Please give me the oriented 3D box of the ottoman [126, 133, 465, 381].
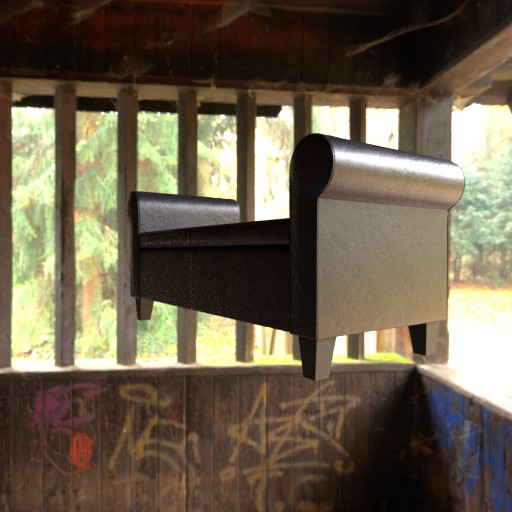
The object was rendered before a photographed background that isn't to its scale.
[{"bbox_3d":[0.000,0.000,1.568,0.521,0.547,1.256,0,1,-35],"label":"ottoman"}]
